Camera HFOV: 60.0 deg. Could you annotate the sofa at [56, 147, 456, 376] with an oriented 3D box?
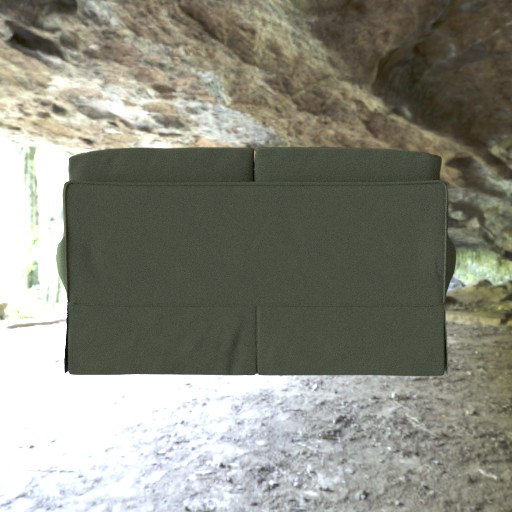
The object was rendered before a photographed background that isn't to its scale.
[{"bbox_3d":[0.000,0.000,2.312,1.823,1.024,0.841,0,1,0],"label":"sofa"}]
